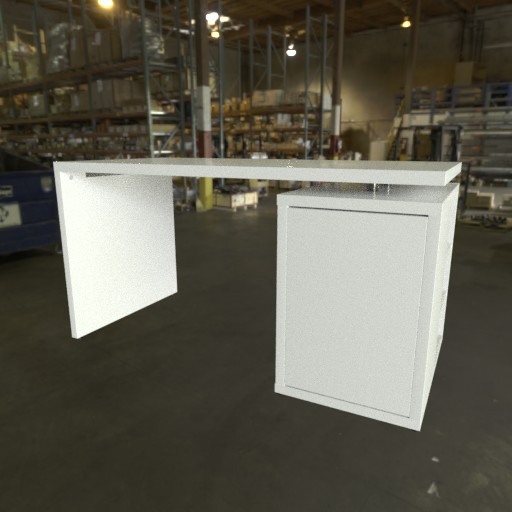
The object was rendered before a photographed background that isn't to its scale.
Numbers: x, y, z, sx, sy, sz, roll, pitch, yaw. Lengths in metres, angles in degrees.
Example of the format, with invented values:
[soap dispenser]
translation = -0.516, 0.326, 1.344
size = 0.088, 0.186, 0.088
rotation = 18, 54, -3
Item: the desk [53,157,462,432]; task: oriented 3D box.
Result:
[desk]
translation = 0.000, 0.000, 1.782
size = 1.400, 0.740, 0.690
rotation = 7, 16, 26
